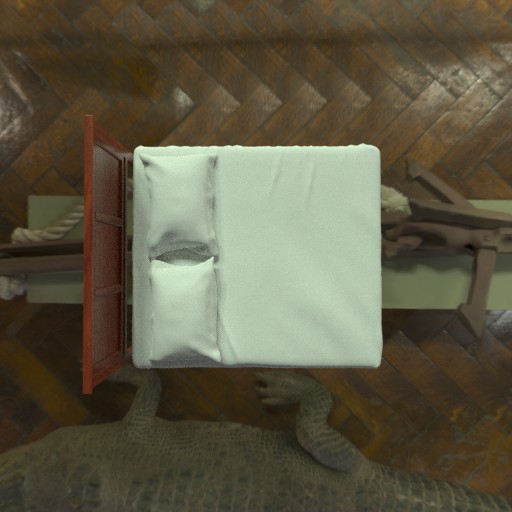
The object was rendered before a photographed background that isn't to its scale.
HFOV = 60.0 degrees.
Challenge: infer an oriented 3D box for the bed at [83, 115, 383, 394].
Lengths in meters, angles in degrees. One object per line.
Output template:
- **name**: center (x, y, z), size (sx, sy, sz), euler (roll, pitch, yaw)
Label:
- **bed**: center (0.000, 0.000, 3.246), size (2.050, 1.270, 1.870), euler (0, 89, 0)
